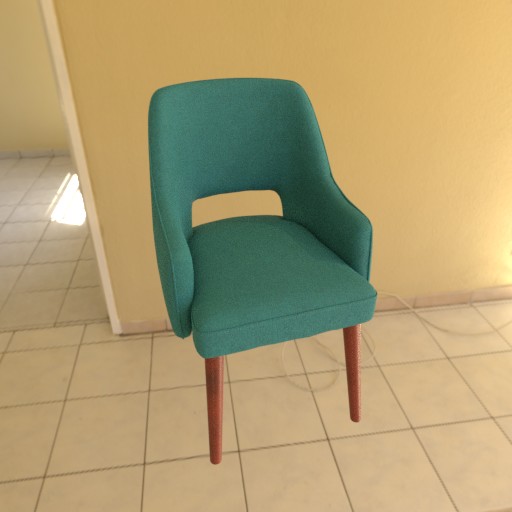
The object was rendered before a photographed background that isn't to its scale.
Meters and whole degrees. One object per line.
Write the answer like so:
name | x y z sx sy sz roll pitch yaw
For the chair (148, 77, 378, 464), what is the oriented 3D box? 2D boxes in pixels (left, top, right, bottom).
chair | 0.000 0.000 1.243 0.548 0.849 0.605 -10 32 -16
